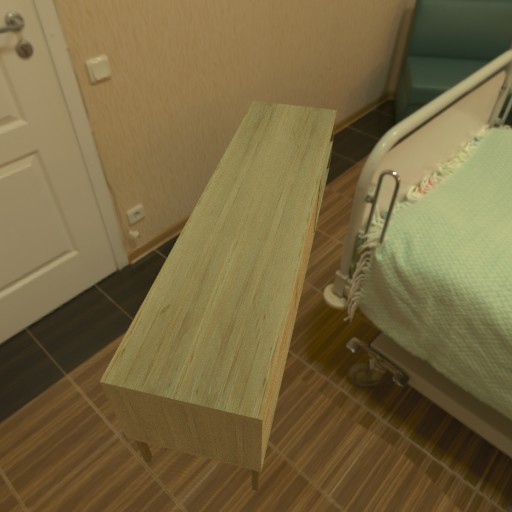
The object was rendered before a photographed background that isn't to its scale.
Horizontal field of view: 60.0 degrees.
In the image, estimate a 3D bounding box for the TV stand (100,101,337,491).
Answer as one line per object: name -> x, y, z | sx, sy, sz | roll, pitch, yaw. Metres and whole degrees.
TV stand -> 0.000, 0.000, 1.825 | 0.420, 0.550, 1.600 | 10, 46, 10
